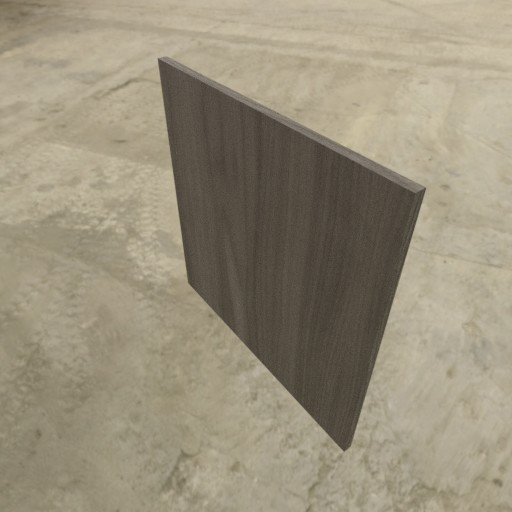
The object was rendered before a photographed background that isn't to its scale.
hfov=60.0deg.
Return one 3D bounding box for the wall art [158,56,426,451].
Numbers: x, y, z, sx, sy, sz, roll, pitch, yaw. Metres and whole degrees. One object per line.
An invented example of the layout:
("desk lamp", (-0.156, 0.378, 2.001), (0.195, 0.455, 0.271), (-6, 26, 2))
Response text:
("wall art", (0.000, 0.000, 0.732), (0.016, 0.507, 0.508), (-26, 47, -27))
